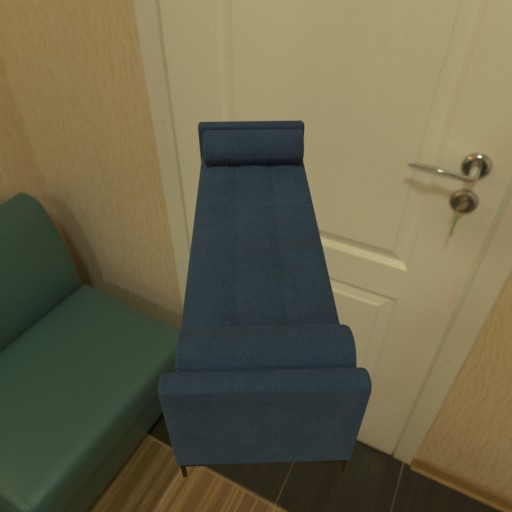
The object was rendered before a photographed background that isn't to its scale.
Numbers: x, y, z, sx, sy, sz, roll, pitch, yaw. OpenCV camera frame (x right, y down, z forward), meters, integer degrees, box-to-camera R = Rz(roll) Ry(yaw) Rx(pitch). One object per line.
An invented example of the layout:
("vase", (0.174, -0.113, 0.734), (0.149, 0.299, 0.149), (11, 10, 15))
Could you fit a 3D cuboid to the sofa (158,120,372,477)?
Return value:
("sofa", (0.000, 0.000, 2.329), (0.686, 0.635, 1.981), (-1, 41, -1))
